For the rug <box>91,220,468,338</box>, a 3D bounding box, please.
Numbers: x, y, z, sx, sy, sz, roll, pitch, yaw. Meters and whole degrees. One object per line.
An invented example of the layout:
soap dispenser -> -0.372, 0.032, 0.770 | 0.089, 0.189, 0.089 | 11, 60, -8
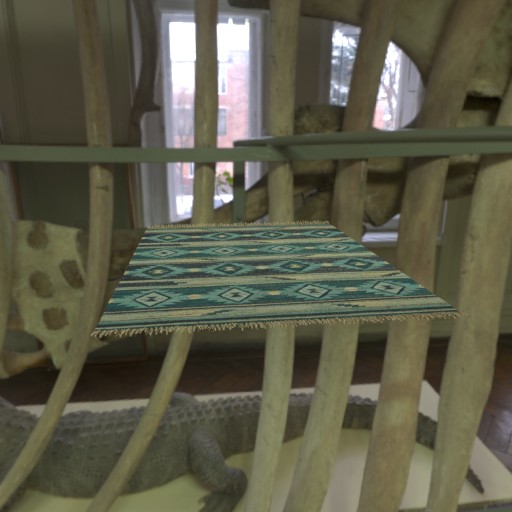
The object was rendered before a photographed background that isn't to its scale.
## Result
rug -> 0.000, 0.000, 4.339 | 2.418, 0.047, 3.307 | -2, 16, -7
